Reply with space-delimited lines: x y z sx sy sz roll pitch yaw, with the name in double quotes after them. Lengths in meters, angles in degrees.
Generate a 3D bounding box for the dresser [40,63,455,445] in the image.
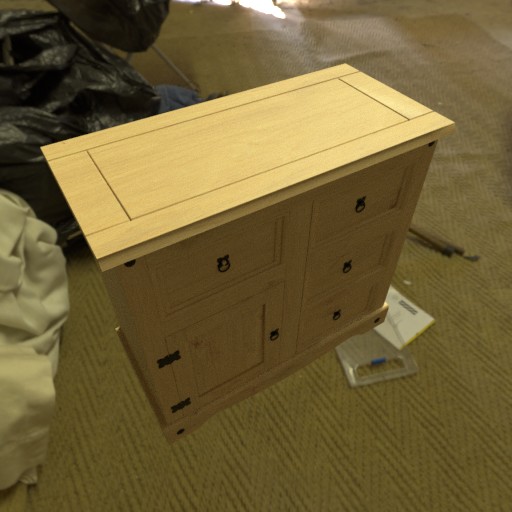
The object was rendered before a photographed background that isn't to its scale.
0.000 0.000 1.369 0.915 0.835 0.440 -24 50 -22 "dresser"
